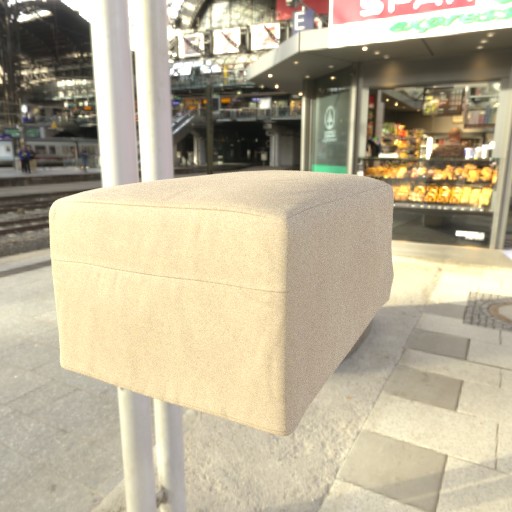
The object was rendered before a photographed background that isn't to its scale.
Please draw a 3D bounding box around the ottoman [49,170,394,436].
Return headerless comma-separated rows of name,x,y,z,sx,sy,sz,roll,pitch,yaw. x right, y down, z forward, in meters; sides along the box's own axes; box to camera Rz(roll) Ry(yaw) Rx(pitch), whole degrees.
ottoman,0.000,0.000,1.191,0.590,0.444,0.872,7,14,27
